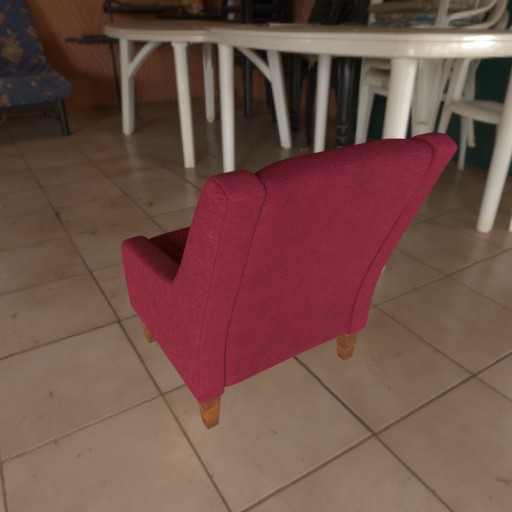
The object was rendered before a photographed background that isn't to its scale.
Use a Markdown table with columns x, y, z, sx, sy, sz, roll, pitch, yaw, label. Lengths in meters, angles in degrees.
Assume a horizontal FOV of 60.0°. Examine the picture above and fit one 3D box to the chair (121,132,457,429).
| x | y | z | sx | sy | sz | roll | pitch | yaw | label |
| --- | --- | --- | --- | --- | --- | --- | --- | --- | --- |
| 0.000 | 0.000 | 1.692 | 0.793 | 1.017 | 0.985 | -17 | 33 | -29 | chair |
